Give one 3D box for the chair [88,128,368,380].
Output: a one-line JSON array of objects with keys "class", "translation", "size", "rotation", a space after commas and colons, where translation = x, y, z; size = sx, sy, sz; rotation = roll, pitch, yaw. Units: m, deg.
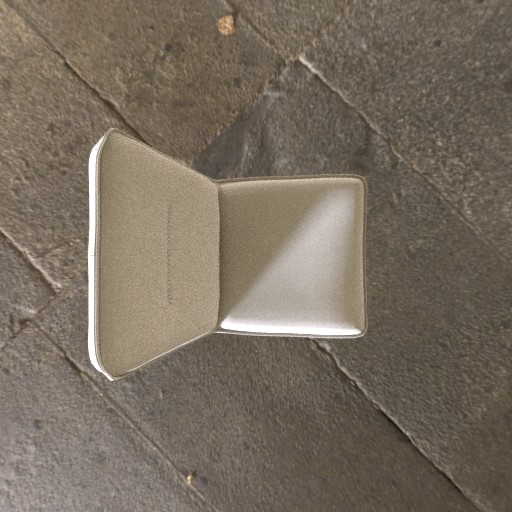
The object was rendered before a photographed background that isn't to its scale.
[{"class": "chair", "translation": [0.000, 0.000, 1.339], "size": [0.688, 0.930, 0.515], "rotation": [0, 90, 0]}]
